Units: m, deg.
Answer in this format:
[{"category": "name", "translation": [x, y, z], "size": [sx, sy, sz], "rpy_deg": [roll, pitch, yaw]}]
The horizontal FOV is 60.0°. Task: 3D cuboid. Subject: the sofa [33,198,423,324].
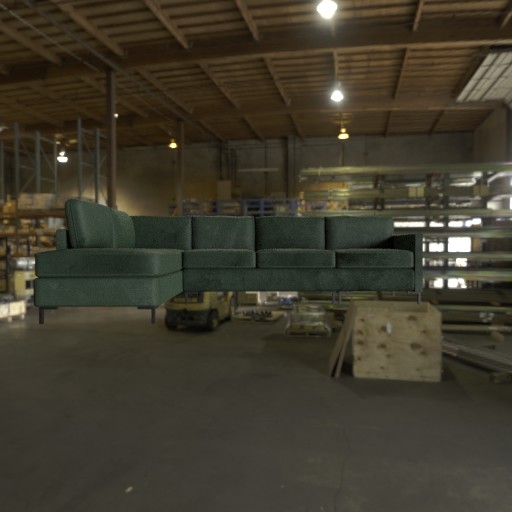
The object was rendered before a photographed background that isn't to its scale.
[{"category": "sofa", "translation": [0.000, 0.000, 4.348], "size": [3.384, 0.996, 2.048], "rpy_deg": [0, 1, -1]}]
